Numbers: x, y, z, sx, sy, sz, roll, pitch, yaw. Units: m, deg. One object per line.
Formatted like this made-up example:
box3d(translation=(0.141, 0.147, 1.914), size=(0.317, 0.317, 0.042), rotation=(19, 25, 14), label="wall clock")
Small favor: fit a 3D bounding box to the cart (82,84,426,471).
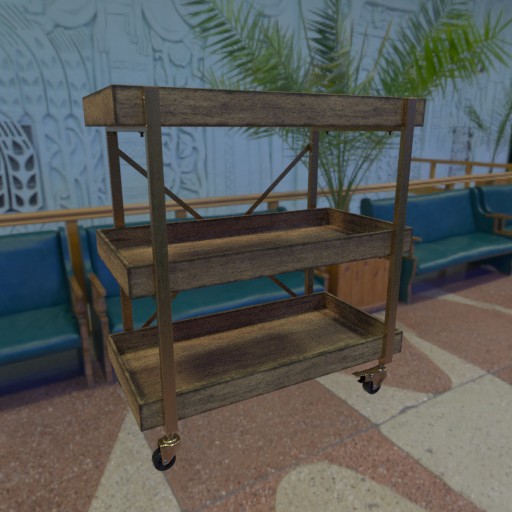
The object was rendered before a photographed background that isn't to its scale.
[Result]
box3d(translation=(0.000, 0.000, 1.186), size=(0.750, 0.799, 0.416), rotation=(-8, 18, -27), label="cart")
